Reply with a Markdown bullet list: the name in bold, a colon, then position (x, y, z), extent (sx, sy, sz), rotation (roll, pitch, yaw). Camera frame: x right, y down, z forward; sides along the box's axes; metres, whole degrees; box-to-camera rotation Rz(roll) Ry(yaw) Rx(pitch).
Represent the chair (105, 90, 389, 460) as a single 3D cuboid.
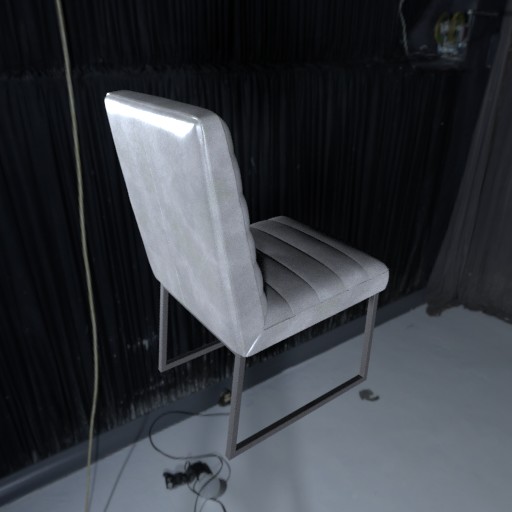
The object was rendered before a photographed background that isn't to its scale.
- **chair**: position (0.000, 0.000, 1.321), extent (0.634, 0.930, 0.520), rotation (-17, 31, -31)
